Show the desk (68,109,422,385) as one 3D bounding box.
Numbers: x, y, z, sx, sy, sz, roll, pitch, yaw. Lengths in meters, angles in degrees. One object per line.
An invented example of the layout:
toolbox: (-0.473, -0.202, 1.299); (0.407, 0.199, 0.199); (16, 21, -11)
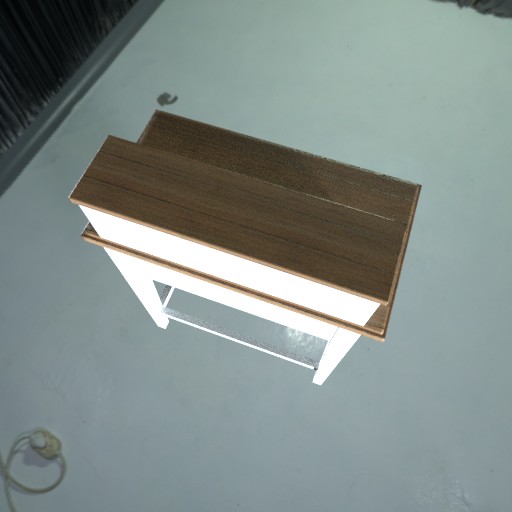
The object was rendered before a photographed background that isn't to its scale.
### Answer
desk: (0.000, 0.000, 1.457); (0.814, 0.981, 0.462); (18, 66, 8)
